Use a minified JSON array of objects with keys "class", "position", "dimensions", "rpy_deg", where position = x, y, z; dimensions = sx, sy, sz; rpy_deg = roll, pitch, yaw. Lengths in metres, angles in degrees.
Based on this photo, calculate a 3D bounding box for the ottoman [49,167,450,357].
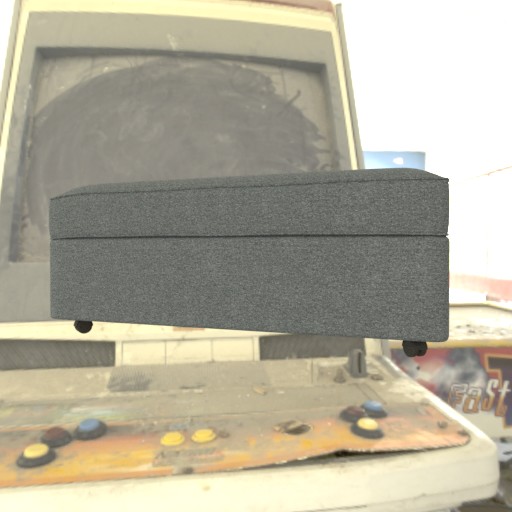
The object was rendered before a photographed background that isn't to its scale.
[{"class":"ottoman","position":[0.000,0.000,1.519],"dimensions":[1.173,0.494,0.681],"rpy_deg":[0,1,18]}]
